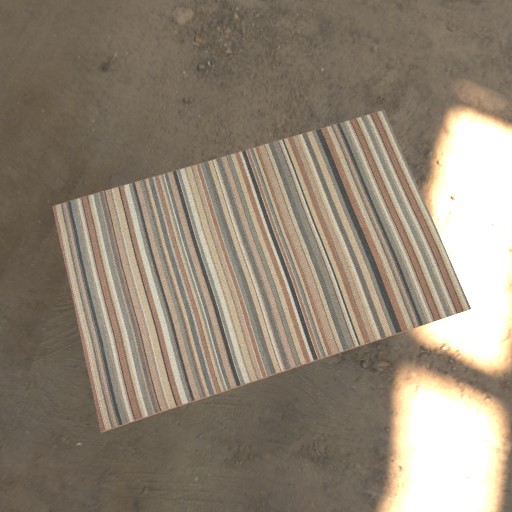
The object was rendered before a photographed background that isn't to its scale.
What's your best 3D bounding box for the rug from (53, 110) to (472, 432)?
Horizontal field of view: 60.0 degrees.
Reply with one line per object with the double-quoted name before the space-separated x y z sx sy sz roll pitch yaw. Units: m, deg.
"rug" 0.000 0.000 2.942 2.438 0.014 1.523 -17 76 -4
